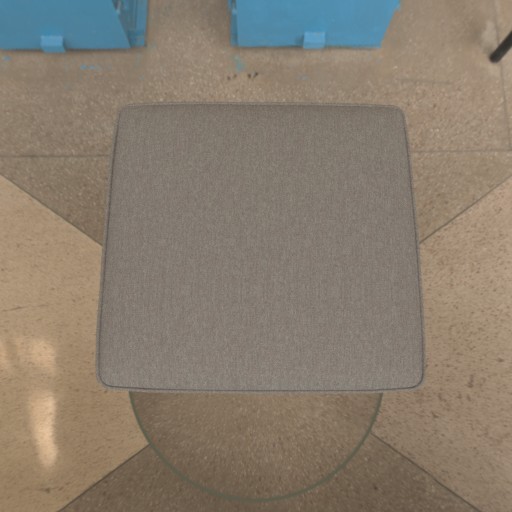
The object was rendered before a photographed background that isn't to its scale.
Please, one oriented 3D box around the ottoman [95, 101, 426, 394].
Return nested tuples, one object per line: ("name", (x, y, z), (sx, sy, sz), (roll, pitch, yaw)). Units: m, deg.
("ottoman", (0.000, 0.000, 1.398), (0.871, 0.612, 0.808), (0, 77, 0))
